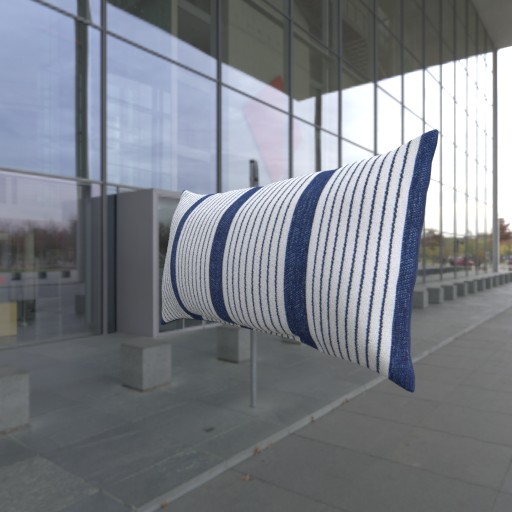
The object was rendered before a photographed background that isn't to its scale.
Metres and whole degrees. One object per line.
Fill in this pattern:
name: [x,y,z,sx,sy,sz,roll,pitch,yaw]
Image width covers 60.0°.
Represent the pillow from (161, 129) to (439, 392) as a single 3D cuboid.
pillow: [0.000,0.000,0.719,0.156,0.292,0.608,0,0,-37]
